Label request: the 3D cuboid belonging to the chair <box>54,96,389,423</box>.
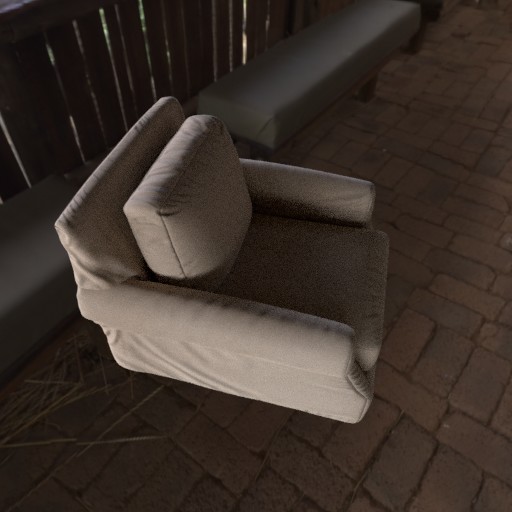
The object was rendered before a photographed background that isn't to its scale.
[{"bbox_3d":[0.000,0.000,1.752,1.066,0.866,0.940,11,47,10],"label":"chair"}]
